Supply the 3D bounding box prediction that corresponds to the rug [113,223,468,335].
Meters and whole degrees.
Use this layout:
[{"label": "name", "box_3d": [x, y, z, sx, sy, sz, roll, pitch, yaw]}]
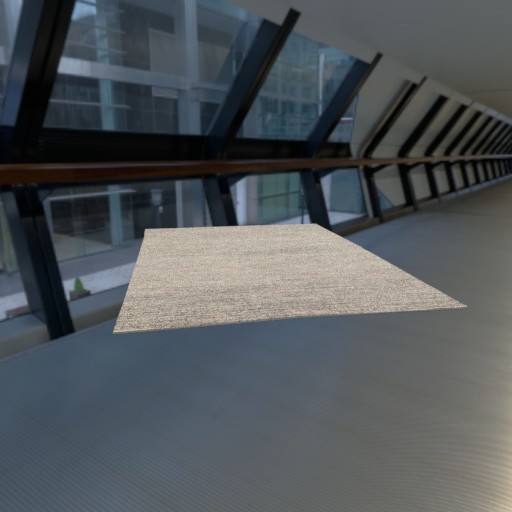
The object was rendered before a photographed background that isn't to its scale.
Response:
[{"label": "rug", "box_3d": [0.000, 0.000, 3.025, 1.604, 0.030, 2.307, -3, 14, -10]}]
